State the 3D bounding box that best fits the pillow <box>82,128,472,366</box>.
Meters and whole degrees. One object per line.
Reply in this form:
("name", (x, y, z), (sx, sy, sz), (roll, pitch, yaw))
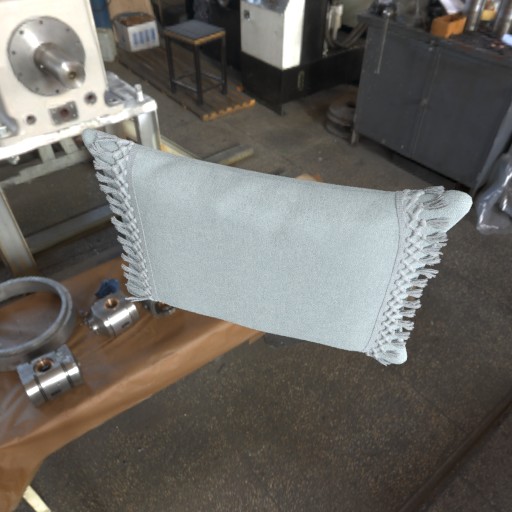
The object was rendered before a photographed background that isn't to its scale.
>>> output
("pillow", (0.000, 0.000, 0.603), (0.466, 0.305, 0.084), (13, 44, 14))
